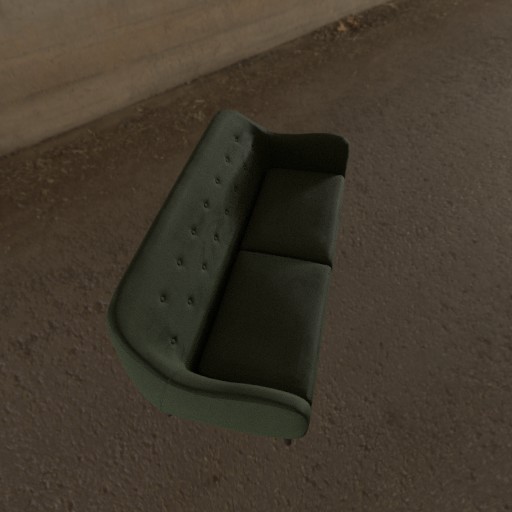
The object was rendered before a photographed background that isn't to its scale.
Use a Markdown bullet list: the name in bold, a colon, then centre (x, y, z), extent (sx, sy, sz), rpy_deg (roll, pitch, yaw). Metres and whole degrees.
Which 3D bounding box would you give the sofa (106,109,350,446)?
- **sofa**: centre (0.000, 0.000, 2.342), extent (0.820, 0.836, 1.840), rpy_deg (10, 48, 9)
